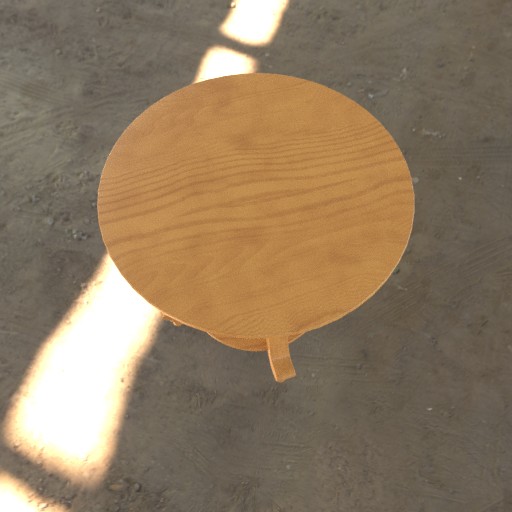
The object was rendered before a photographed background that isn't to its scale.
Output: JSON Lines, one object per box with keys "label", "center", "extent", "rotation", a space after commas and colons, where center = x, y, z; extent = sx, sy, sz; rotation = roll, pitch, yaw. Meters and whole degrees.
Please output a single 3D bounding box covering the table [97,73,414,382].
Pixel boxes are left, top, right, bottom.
{"label": "table", "center": [0.000, 0.000, 1.115], "extent": [0.597, 0.612, 0.597], "rotation": [0, 63, 0]}
